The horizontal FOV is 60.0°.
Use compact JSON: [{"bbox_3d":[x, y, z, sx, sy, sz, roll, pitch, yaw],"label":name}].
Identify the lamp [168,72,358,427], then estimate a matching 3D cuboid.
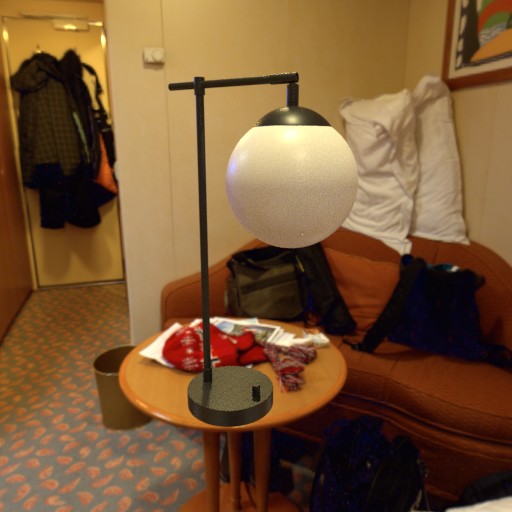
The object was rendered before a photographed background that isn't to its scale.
[{"bbox_3d":[0.000,0.000,0.722,0.316,0.559,0.197,7,15,26],"label":"lamp"}]
